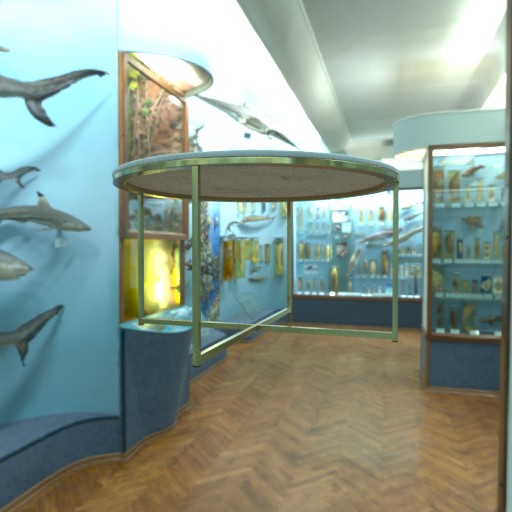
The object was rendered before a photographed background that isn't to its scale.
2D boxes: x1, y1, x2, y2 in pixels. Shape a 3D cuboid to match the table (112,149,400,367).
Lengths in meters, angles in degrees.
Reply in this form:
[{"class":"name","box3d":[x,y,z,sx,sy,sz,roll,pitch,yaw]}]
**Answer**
[{"class":"table","box3d":[0.000,0.000,1.298,0.800,0.450,0.800,0,1,0]}]
